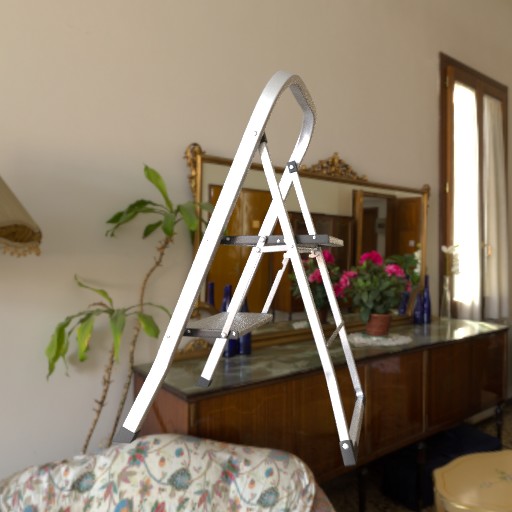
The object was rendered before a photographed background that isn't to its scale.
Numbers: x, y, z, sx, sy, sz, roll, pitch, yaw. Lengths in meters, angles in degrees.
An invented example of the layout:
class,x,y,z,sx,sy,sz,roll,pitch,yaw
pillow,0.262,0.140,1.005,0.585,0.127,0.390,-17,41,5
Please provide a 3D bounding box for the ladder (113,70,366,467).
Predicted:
class,x,y,z,sx,sy,sz,roll,pitch,yaw
ladder,0.000,0.000,1.136,0.530,0.830,0.465,0,0,17
